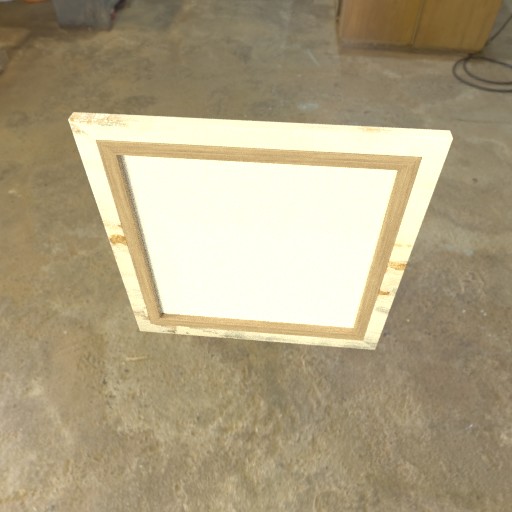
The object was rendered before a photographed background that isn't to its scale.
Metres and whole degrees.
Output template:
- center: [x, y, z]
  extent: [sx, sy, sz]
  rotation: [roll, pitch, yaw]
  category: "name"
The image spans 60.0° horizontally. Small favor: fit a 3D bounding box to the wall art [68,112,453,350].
- center: [0.000, 0.000, 1.547]
  extent: [1.015, 1.018, 0.040]
  rotation: [4, 47, 4]
  category: "wall art"
